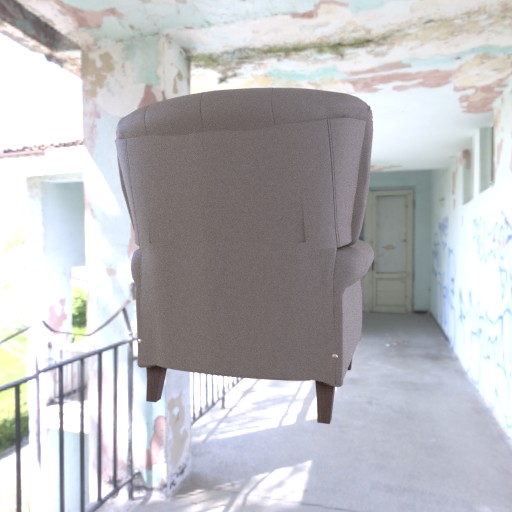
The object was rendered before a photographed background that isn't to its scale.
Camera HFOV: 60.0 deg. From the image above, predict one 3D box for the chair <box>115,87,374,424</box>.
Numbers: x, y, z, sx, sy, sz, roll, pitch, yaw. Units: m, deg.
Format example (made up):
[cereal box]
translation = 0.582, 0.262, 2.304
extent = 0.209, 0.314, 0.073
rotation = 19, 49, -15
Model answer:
[chair]
translation = 0.000, 0.000, 1.905
extent = 0.999, 1.138, 1.041
rotation = 1, 2, 18
